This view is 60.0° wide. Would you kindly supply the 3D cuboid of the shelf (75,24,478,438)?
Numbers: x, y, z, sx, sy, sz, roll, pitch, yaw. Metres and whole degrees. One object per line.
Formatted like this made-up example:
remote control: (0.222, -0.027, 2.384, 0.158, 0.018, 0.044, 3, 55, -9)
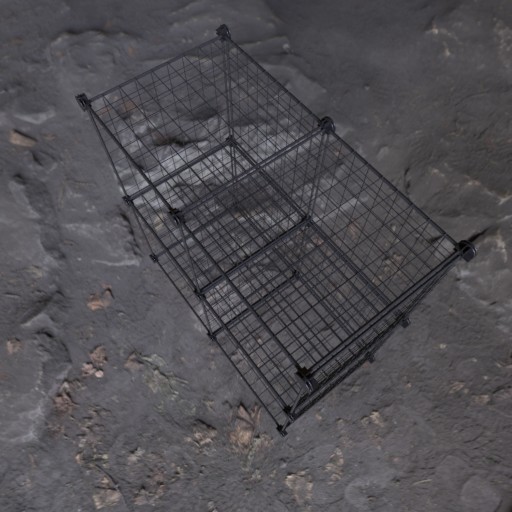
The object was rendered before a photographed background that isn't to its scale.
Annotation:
shelf: (0.000, 0.000, 1.099, 0.356, 0.711, 0.711, -34, 68, -16)
